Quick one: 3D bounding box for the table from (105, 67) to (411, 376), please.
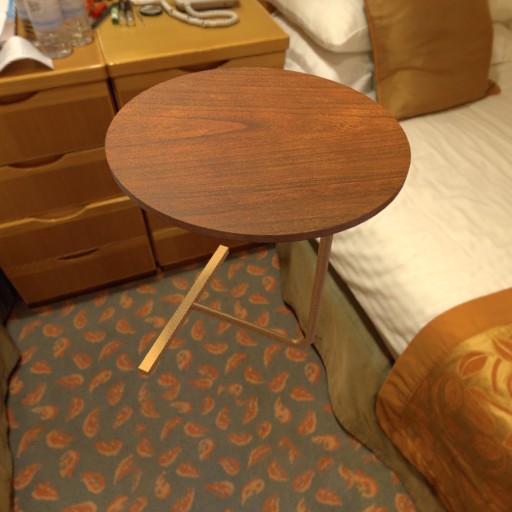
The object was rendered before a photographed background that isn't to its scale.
[{"bbox_3d":[0.000,0.000,1.109,0.577,0.706,0.530,18,51,15],"label":"table"}]
